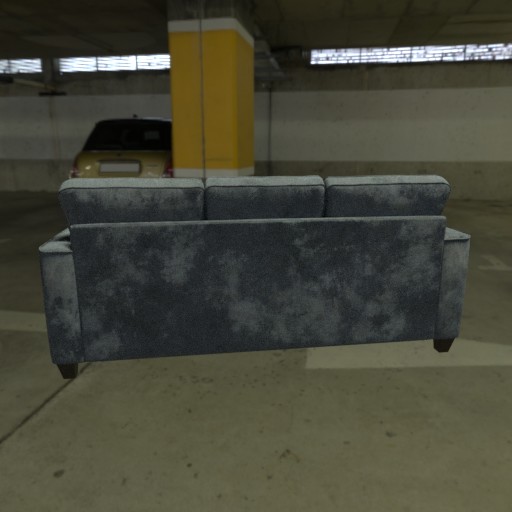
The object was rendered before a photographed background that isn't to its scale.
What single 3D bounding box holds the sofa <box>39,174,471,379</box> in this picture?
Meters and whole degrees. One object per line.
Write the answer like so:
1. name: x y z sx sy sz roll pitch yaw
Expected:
1. sofa: 0.000 0.000 2.603 2.133 0.965 0.939 -2 14 -8
